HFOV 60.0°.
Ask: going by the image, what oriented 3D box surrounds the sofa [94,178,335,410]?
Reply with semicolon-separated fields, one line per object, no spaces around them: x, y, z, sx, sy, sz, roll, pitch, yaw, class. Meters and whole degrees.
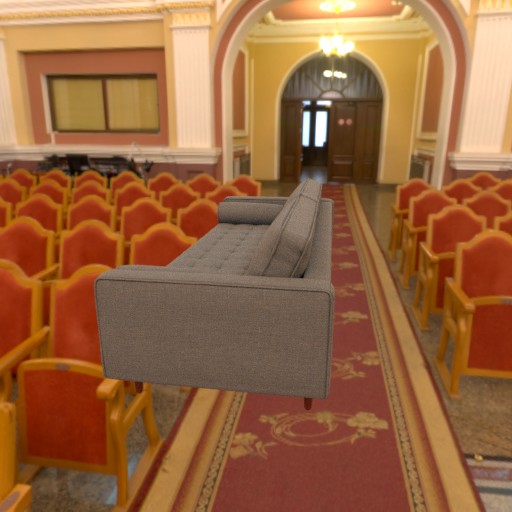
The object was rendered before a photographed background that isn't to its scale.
0.000;0.000;2.668;0.914;0.762;2.198;3;16;9;sofa
